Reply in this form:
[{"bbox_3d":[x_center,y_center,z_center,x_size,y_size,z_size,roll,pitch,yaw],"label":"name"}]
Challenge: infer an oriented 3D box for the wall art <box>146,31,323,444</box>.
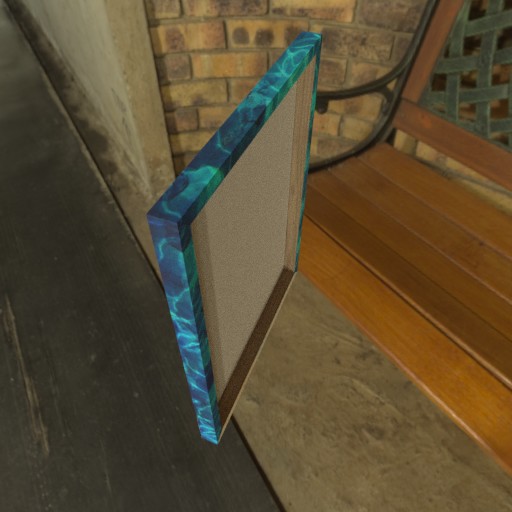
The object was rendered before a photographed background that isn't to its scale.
[{"bbox_3d":[0.000,0.000,0.846,0.038,0.635,0.508,17,50,15],"label":"wall art"}]
